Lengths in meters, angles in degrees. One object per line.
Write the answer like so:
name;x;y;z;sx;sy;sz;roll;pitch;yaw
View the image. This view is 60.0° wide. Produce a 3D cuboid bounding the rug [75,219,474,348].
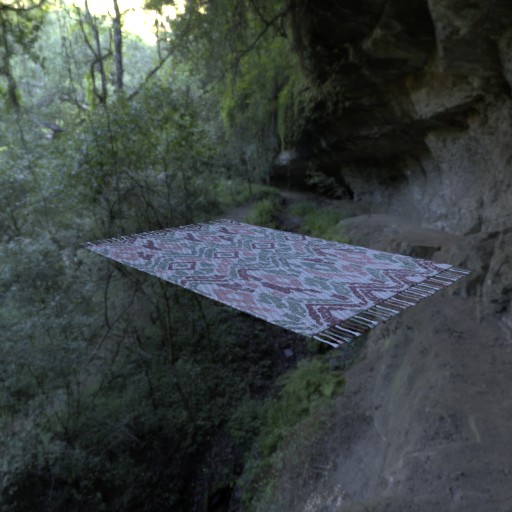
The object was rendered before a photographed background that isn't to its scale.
rug;0.000;0.000;3.098;1.524;0.011;2.438;-15;21;-43
